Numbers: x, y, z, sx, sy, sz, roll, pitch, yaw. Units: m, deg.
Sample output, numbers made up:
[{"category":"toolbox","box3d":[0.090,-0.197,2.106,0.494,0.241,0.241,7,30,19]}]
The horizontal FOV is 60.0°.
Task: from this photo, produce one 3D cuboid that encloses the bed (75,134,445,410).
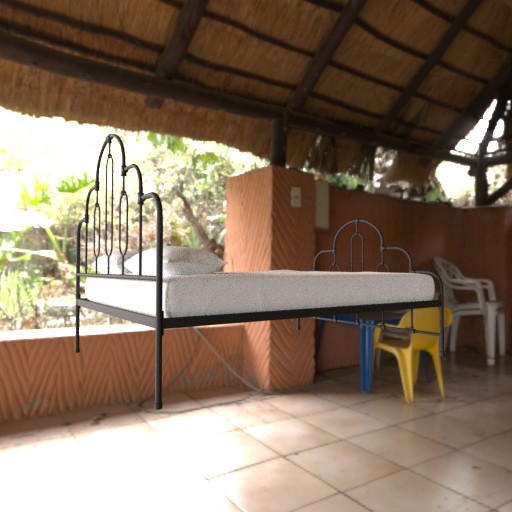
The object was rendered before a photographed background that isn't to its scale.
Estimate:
[{"category":"bed","box3d":[0.000,0.000,3.247,2.163,1.429,1.640,1,-2,-34]}]
